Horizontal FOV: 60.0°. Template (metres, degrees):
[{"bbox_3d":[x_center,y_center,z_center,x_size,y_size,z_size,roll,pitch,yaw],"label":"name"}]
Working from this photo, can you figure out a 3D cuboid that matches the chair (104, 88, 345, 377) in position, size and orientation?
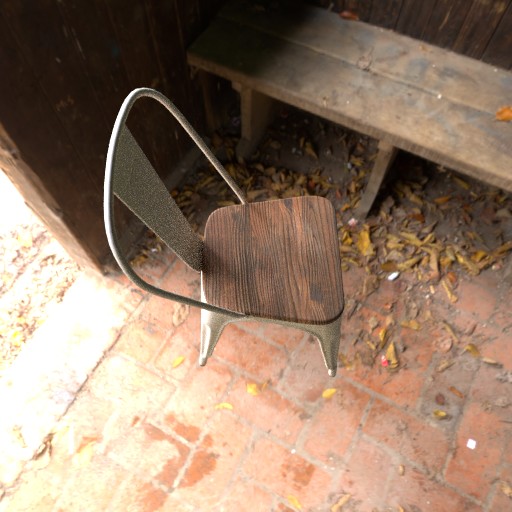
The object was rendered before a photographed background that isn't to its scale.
[{"bbox_3d":[0.000,0.000,1.159,0.521,0.851,0.452,0,63,0],"label":"chair"}]
